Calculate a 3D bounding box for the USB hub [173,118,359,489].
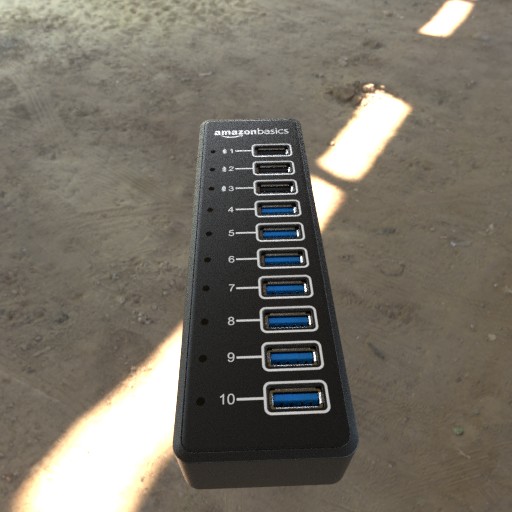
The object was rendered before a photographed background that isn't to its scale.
[{"bbox_3d":[0.000,0.000,0.158,0.044,0.023,0.145,-2,48,-1],"label":"USB hub"}]
